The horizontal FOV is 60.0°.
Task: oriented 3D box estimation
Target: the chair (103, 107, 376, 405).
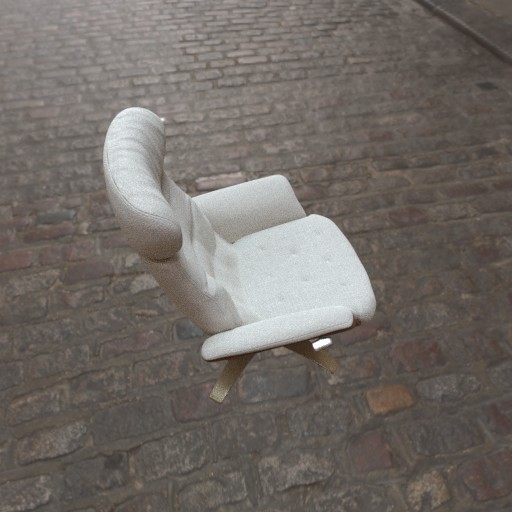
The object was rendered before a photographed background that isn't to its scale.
[{"bbox_3d":[0.000,0.000,1.557,0.837,0.995,0.785,-10,47,-9],"label":"chair"}]
